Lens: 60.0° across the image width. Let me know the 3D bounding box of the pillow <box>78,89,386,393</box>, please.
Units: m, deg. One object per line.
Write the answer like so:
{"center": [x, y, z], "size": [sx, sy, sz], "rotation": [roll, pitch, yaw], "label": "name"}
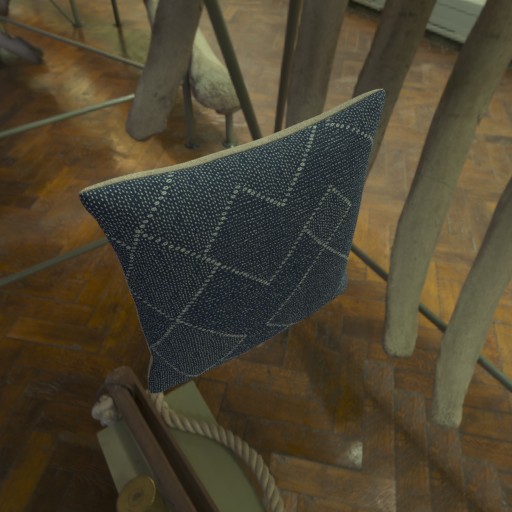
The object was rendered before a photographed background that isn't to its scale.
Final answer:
{"center": [0.000, 0.000, 0.686], "size": [0.435, 0.428, 0.148], "rotation": [-25, 52, -22], "label": "pillow"}
